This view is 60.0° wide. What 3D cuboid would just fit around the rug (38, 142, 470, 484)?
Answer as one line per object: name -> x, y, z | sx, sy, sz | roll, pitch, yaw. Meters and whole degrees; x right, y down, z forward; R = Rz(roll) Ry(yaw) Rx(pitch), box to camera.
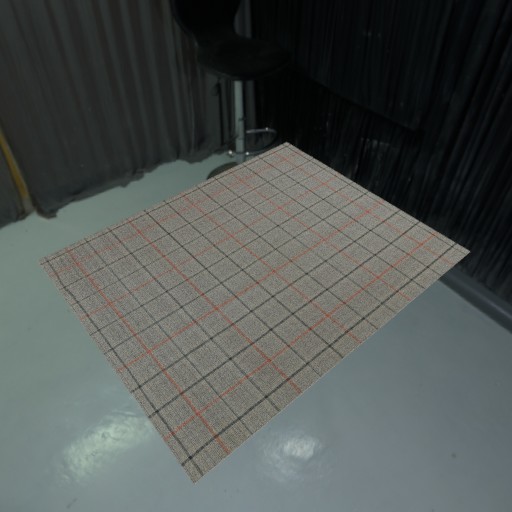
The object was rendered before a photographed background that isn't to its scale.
rug -> 0.000, 0.000, 3.996 | 3.048, 0.012, 2.444 | -31, 53, -27
